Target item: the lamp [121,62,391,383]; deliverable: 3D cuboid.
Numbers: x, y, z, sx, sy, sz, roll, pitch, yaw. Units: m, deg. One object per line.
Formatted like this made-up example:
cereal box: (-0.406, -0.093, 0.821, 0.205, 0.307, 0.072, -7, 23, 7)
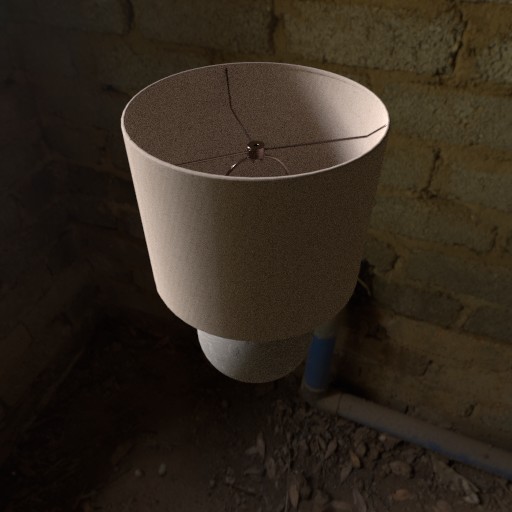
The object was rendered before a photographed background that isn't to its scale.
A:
lamp: (0.000, 0.000, 0.589, 0.269, 0.409, 0.269, -11, 43, -12)
